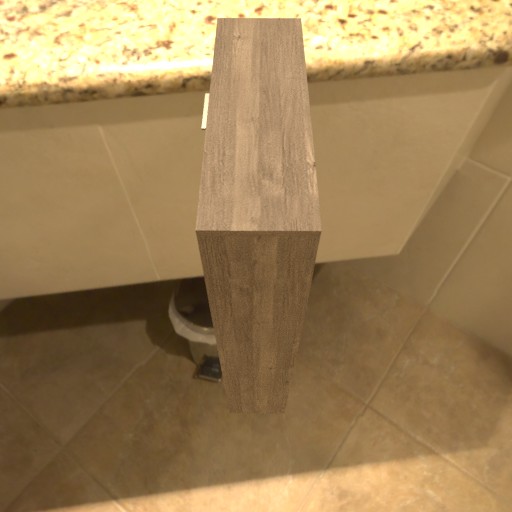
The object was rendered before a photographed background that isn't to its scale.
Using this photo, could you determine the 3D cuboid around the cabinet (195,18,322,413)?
[{"bbox_3d":[0.000,0.000,1.566,0.250,1.280,0.750,0,56,0],"label":"cabinet"}]
